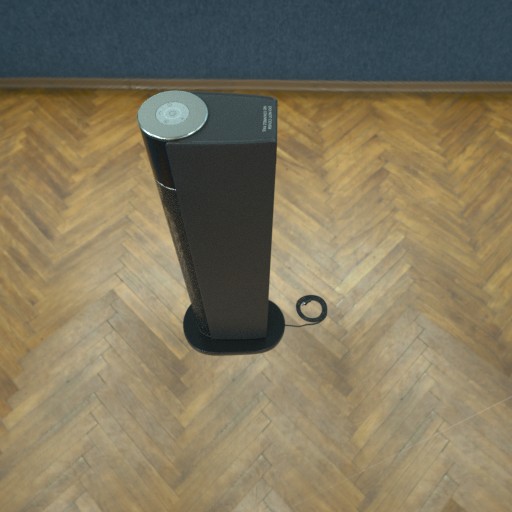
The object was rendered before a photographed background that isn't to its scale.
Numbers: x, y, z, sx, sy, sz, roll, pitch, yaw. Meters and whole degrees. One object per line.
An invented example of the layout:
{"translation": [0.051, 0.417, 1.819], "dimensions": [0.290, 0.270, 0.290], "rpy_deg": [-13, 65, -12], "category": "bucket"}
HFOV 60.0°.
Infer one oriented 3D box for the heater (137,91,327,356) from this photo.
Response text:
{"translation": [0.000, 0.000, 1.052], "dimensions": [0.458, 0.856, 0.214], "rpy_deg": [2, 59, 1], "category": "heater"}
